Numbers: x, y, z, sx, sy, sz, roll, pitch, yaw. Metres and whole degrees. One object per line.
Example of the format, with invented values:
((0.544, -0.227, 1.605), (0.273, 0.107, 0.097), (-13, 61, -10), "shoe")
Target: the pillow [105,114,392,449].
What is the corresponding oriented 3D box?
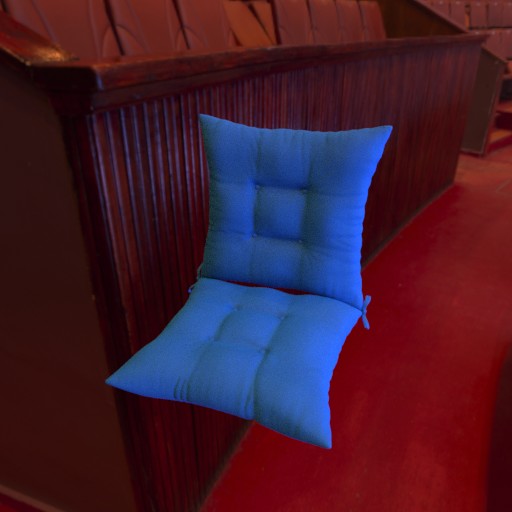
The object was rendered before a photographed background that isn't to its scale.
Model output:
((0.000, 0.000, 1.036), (0.541, 0.536, 0.585), (10, 29, 17), "pillow")
